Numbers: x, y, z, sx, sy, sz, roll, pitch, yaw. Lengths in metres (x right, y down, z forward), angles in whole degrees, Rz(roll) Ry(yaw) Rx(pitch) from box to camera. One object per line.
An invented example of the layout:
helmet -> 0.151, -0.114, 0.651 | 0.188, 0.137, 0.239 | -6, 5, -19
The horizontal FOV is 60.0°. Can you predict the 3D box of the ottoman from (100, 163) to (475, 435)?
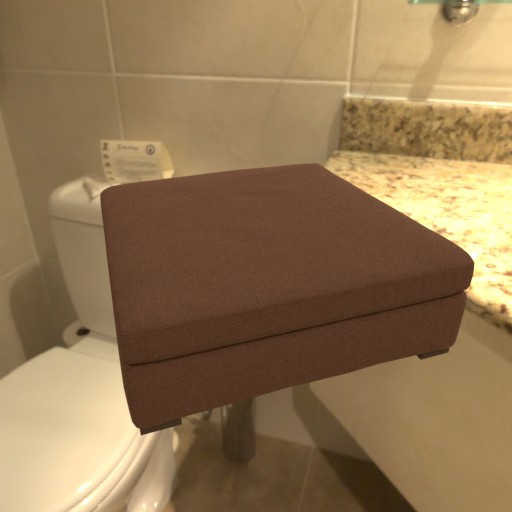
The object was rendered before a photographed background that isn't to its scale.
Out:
ottoman -> 0.000, 0.000, 1.850 | 1.181, 0.470, 1.181 | -9, 29, -17
